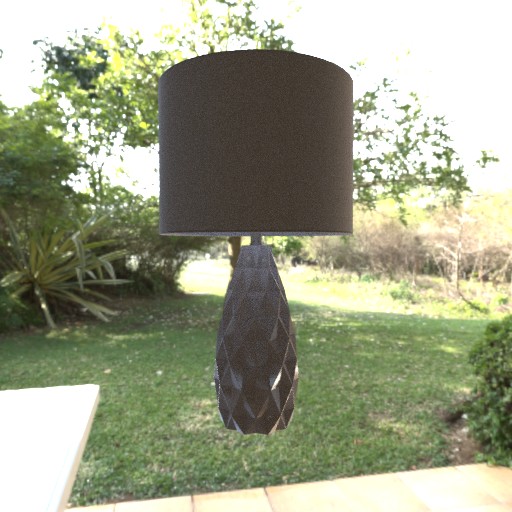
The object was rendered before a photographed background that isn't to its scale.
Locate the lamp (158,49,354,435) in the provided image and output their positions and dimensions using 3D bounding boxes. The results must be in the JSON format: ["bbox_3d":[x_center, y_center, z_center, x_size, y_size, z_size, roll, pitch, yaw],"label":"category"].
[{"bbox_3d":[0.000,0.000,0.695,0.297,0.522,0.297,0,2,0],"label":"lamp"}]
